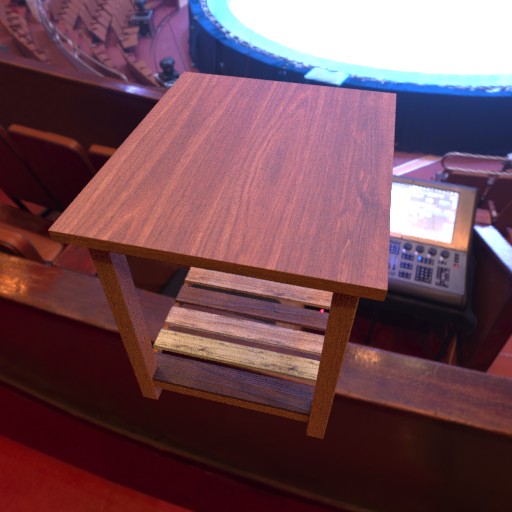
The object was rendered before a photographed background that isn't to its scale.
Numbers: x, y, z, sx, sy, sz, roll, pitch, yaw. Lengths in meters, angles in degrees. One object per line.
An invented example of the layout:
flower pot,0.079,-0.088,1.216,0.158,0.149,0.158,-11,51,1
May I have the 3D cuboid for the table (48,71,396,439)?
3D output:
table,0.000,0.000,1.150,0.559,0.635,0.660,10,46,10
